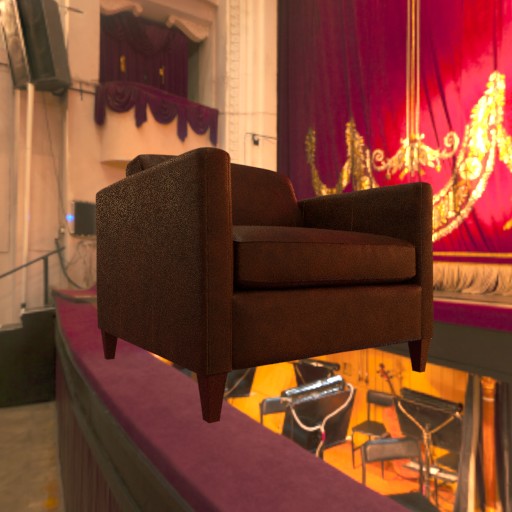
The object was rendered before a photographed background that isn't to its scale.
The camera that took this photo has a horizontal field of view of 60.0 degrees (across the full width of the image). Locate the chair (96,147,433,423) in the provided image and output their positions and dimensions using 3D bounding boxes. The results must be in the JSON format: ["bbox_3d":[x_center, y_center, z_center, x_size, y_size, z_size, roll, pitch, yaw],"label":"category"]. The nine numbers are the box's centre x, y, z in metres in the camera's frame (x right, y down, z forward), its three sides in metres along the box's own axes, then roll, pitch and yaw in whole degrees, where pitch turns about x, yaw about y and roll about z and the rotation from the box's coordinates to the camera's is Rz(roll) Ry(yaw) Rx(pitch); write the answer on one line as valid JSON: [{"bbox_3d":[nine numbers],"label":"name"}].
[{"bbox_3d":[0.000,0.000,1.759,0.990,0.864,0.975,0,-1,-35],"label":"chair"}]
